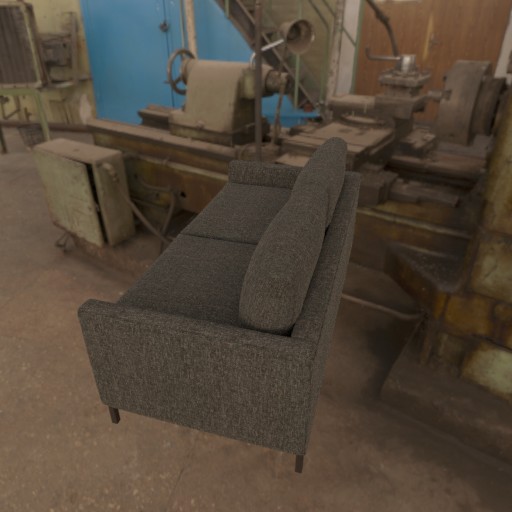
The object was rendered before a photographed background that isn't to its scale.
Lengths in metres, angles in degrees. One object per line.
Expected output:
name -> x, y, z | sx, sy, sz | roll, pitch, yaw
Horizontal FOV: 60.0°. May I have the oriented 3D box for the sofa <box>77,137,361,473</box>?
sofa -> 0.000, 0.000, 2.245 | 0.866, 0.862, 1.716 | 9, 32, 14
